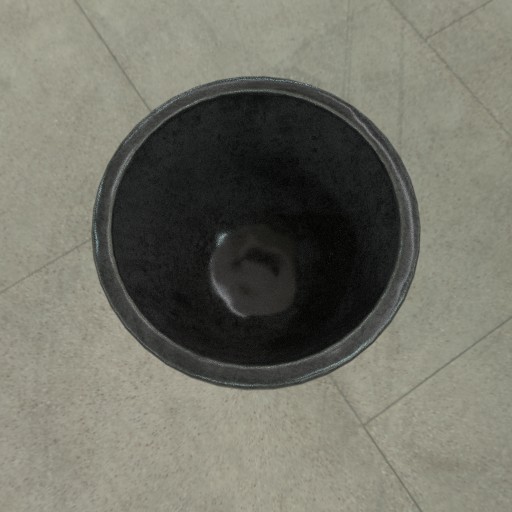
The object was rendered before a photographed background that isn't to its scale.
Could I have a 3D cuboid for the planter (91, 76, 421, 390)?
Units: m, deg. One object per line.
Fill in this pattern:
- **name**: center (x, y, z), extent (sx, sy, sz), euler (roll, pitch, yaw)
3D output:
- **planter**: center (0.000, 0.000, 0.305), extent (0.172, 0.160, 0.172), euler (0, 75, 0)
